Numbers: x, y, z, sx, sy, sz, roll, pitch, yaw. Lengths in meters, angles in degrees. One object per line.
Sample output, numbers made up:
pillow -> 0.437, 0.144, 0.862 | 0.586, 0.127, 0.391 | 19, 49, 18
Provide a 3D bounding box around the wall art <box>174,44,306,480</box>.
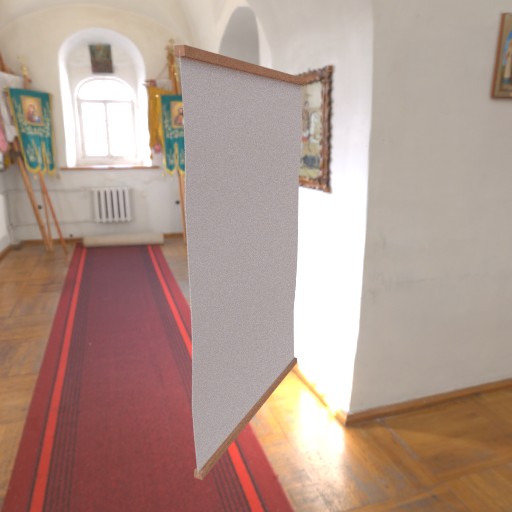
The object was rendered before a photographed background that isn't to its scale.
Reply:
wall art -> 0.000, 0.000, 0.641 | 0.012, 0.508, 0.332 | 8, 18, 25
